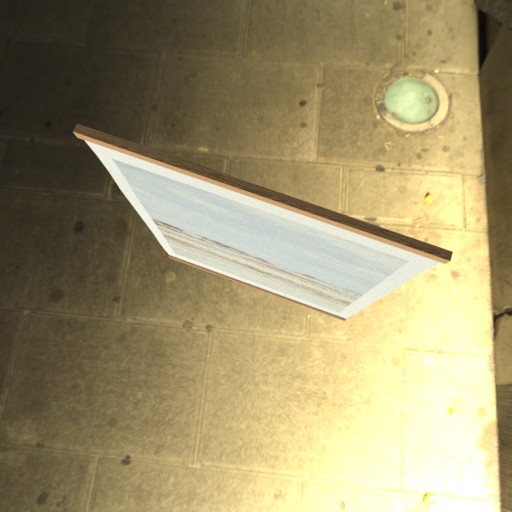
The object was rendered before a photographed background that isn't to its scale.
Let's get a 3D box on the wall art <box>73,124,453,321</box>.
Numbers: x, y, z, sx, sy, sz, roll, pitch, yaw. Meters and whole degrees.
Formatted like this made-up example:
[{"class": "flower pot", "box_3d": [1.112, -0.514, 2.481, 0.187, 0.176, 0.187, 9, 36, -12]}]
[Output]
[{"class": "wall art", "box_3d": [0.000, 0.000, 0.800, 0.458, 0.605, 0.011, 20, 76, 5]}]
